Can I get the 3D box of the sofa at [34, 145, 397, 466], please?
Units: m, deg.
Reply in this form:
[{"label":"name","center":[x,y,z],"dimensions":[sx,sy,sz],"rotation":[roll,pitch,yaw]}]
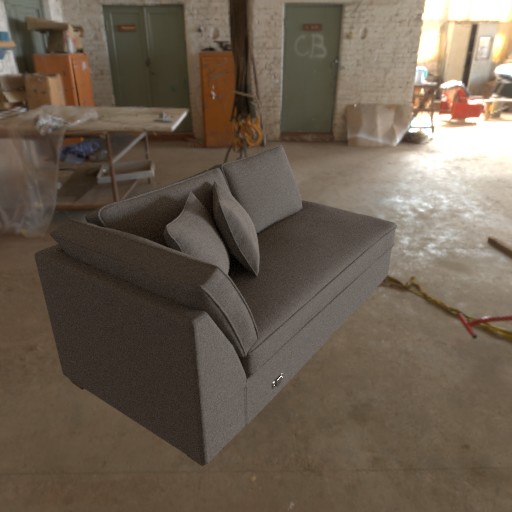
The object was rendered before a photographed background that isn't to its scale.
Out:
[{"label":"sofa","center":[0.000,0.000,2.821],"dimensions":[1.110,1.033,2.237],"rotation":[17,31,32]}]
